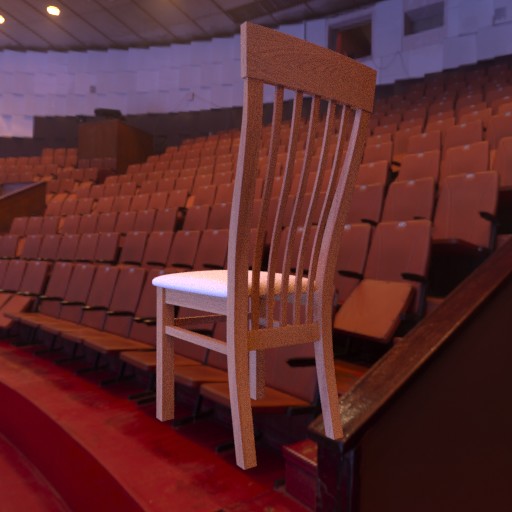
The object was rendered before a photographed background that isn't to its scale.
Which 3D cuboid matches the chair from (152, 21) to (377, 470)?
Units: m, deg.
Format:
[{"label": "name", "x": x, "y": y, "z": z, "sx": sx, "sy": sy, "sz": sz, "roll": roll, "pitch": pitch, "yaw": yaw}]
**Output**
[{"label": "chair", "x": 0.000, "y": 0.000, "z": 1.346, "sx": 0.450, "sy": 1.050, "sz": 0.580, "roll": 0, "pitch": -1, "yaw": -36}]
